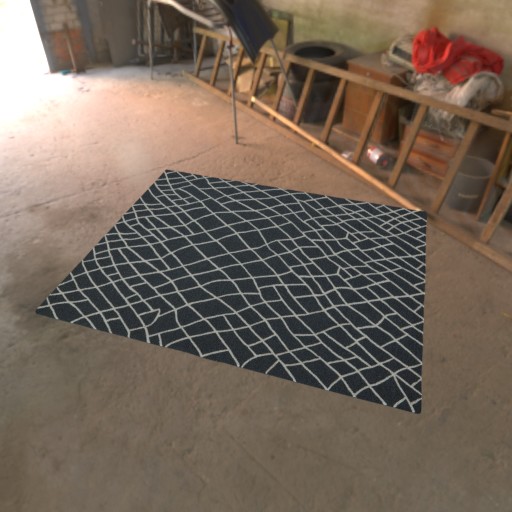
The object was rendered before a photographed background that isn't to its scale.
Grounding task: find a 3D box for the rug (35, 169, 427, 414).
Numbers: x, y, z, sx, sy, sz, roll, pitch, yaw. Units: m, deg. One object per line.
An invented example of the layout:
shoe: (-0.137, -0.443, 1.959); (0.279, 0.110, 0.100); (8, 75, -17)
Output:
rug: (0.000, 0.000, 4.156); (3.047, 0.022, 2.439); (11, 42, 13)
